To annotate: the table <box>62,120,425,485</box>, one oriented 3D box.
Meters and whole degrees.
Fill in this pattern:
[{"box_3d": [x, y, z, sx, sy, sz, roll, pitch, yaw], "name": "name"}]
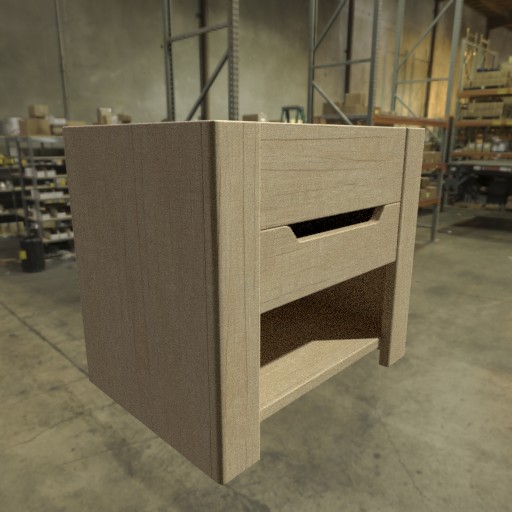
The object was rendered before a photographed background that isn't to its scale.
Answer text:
[{"box_3d": [0.000, 0.000, 0.916, 0.420, 0.510, 0.570, 14, 20, 43], "name": "table"}]
